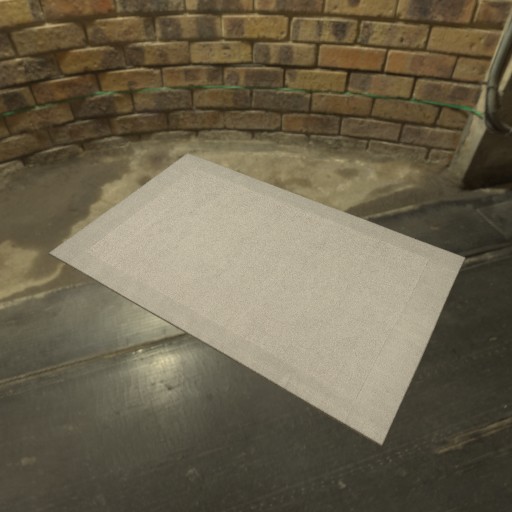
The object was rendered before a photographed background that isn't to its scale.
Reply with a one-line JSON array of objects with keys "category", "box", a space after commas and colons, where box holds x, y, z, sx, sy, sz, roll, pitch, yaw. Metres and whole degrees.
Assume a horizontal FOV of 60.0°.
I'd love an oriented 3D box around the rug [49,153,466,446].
[{"category": "rug", "box": [0.000, 0.000, 3.053, 2.438, 0.014, 1.524, 25, 50, 23]}]
